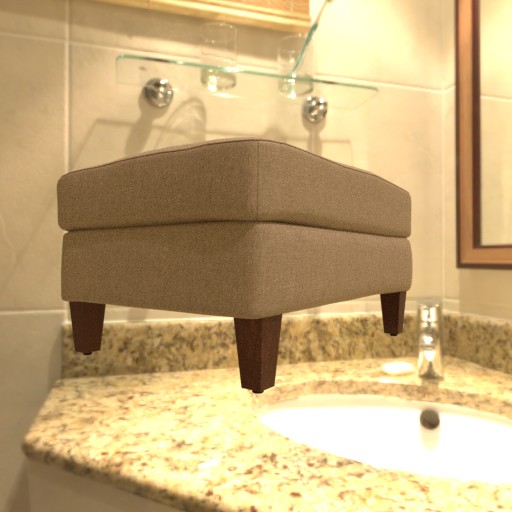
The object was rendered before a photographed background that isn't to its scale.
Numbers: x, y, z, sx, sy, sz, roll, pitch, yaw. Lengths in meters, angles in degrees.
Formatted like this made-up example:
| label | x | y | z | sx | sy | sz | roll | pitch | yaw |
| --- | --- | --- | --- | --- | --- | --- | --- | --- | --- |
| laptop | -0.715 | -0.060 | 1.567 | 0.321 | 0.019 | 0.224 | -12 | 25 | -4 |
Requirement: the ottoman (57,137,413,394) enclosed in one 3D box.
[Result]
| label | x | y | z | sx | sy | sz | roll | pitch | yaw |
| --- | --- | --- | --- | --- | --- | --- | --- | --- | --- |
| ottoman | 0.000 | 0.000 | 1.307 | 0.677 | 0.519 | 0.898 | 0 | 0 | 36 |
